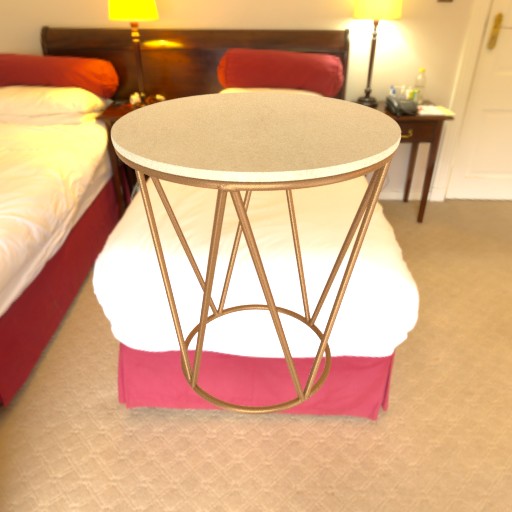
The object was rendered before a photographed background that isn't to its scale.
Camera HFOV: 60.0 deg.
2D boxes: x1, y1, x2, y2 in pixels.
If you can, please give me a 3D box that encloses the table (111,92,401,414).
[{"bbox_3d":[0.000,0.000,0.939,0.500,0.564,0.500,0,32,0],"label":"table"}]
